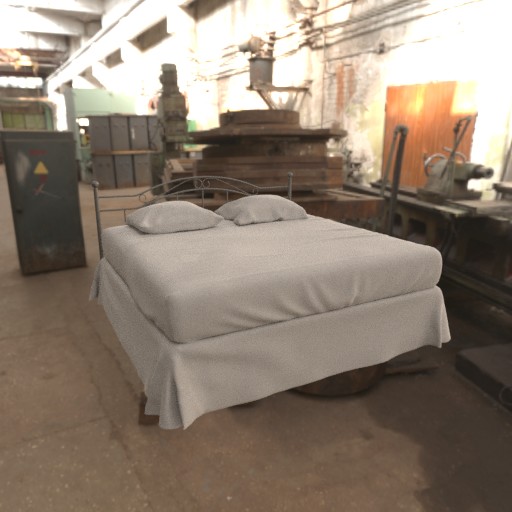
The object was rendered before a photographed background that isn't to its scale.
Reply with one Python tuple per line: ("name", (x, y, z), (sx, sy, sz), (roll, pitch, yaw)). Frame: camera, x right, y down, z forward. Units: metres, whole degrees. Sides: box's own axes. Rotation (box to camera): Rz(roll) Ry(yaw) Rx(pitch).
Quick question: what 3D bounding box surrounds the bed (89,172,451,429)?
("bed", (0.000, 0.000, 3.495), (2.309, 1.080, 2.220), (-8, 17, -27))
